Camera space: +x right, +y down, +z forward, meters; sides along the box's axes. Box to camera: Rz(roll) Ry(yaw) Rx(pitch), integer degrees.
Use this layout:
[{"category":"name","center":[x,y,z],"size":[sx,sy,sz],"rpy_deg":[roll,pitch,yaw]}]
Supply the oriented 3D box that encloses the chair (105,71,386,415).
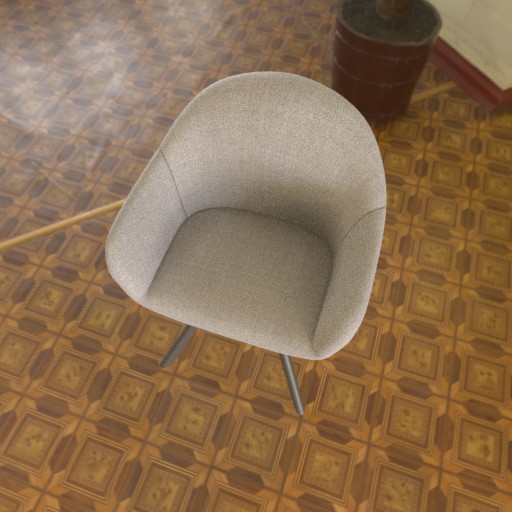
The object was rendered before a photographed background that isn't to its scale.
[{"category":"chair","center":[0.000,0.000,1.212],"size":[0.590,0.795,0.550],"rpy_deg":[16,60,10]}]
